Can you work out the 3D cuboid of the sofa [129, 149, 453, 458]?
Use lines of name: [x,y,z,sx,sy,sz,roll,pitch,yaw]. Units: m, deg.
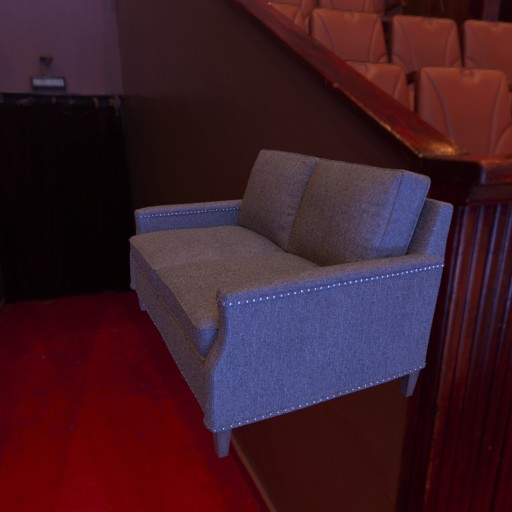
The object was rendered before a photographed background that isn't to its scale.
sofa: [0.000,0.000,2.313,1.084,1.003,1.597,-8,19,-24]
